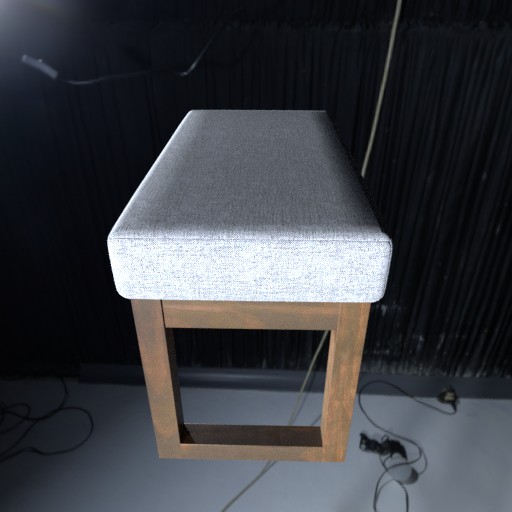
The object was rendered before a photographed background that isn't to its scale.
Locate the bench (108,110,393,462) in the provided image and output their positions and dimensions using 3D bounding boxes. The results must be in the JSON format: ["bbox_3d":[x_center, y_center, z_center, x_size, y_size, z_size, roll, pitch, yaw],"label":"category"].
[{"bbox_3d":[0.000,0.000,0.948,0.366,0.467,0.681,1,31,1],"label":"bench"}]
